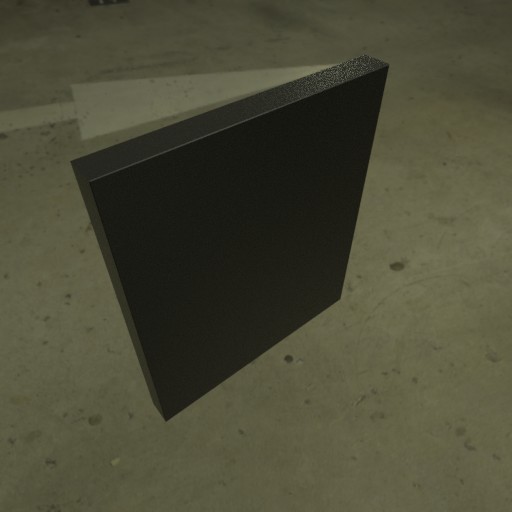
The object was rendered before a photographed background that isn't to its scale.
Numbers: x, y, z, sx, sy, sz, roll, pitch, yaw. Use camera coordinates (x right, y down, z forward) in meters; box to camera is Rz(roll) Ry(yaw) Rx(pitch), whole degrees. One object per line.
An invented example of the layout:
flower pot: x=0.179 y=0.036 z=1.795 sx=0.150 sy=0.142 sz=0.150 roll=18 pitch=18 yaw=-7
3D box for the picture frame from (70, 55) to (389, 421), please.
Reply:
picture frame: x=0.000 y=0.000 z=0.526 sx=0.328 sy=0.378 sz=0.034 roll=-30 pitch=52 yaw=-27
